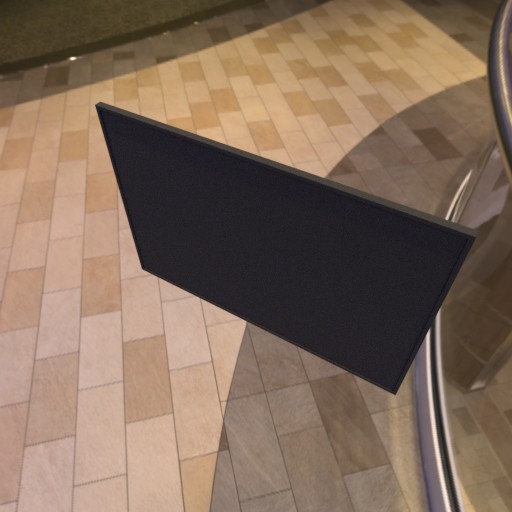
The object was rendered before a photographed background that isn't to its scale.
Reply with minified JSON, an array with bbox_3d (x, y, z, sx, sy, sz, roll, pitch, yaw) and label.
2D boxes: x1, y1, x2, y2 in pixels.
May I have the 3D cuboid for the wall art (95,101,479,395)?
[{"bbox_3d":[0.000,0.000,1.523,1.190,0.805,0.028,23,51,20],"label":"wall art"}]
